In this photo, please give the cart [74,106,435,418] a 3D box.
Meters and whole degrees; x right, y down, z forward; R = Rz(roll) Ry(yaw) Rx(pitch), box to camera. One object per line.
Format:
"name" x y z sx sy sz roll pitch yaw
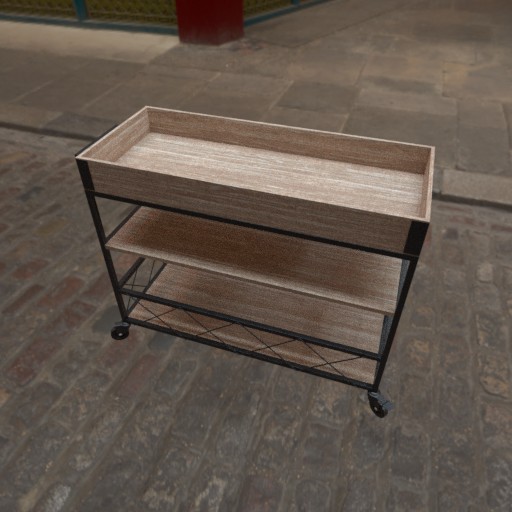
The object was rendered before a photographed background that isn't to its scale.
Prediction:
"cart" 0.000 0.000 1.532 1.101 0.787 0.500 12 42 14
